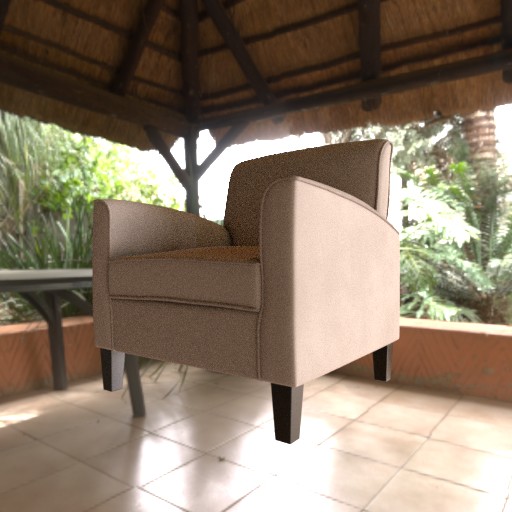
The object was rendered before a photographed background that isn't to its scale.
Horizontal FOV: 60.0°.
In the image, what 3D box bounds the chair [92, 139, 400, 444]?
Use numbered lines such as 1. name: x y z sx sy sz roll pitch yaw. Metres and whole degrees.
1. chair: 0.000 0.000 1.595 0.820 0.915 0.820 0 0 36
